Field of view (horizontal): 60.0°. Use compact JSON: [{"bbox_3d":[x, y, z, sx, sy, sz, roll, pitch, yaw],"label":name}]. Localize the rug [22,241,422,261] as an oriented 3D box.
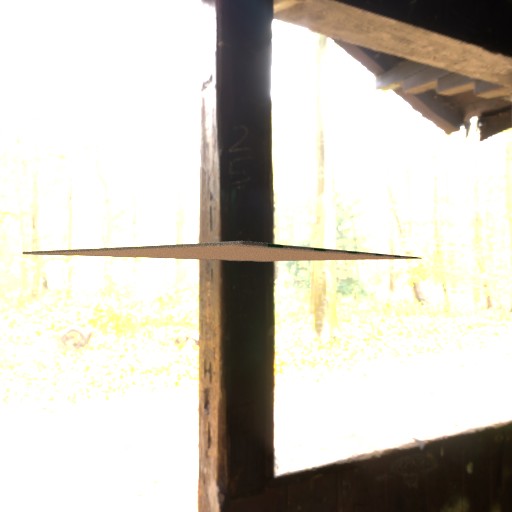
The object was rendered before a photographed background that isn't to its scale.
[{"bbox_3d":[0.000,0.000,2.327,1.210,0.012,1.829,-1,-2,35],"label":"rug"}]
